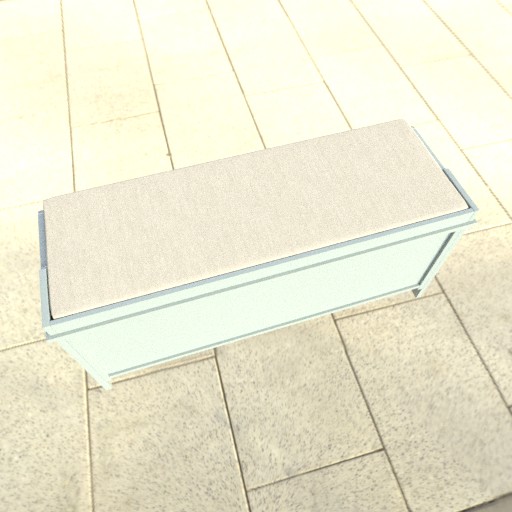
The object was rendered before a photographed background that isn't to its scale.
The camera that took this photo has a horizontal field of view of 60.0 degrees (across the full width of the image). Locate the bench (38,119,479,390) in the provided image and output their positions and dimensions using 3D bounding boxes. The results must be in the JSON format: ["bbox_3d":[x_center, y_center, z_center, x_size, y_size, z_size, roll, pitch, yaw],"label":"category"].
[{"bbox_3d":[0.000,0.000,1.388,1.140,0.501,0.398,-15,59,-9],"label":"bench"}]
